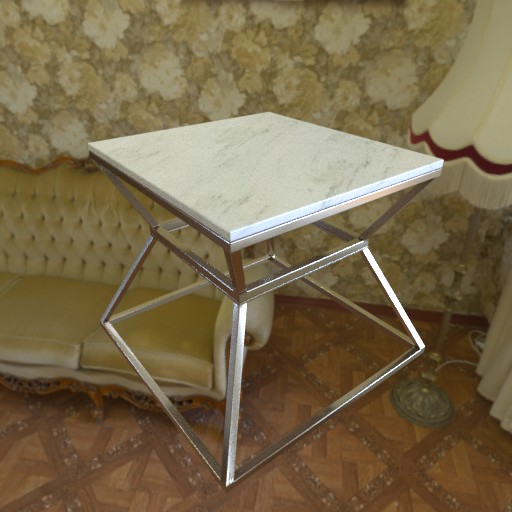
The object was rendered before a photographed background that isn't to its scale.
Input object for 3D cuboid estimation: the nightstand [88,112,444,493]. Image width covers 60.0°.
[{"bbox_3d":[0.000,0.000,0.884,0.514,0.426,0.513,-21,36,-32],"label":"nightstand"}]
